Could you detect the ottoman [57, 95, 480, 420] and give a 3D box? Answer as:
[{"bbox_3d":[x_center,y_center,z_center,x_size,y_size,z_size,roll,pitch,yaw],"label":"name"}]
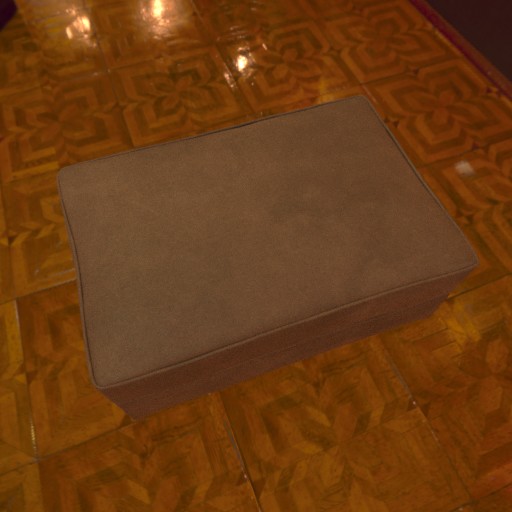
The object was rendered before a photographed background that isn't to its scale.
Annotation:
[{"bbox_3d":[0.000,0.000,1.188,0.860,0.481,0.596,-17,61,-10],"label":"ottoman"}]
